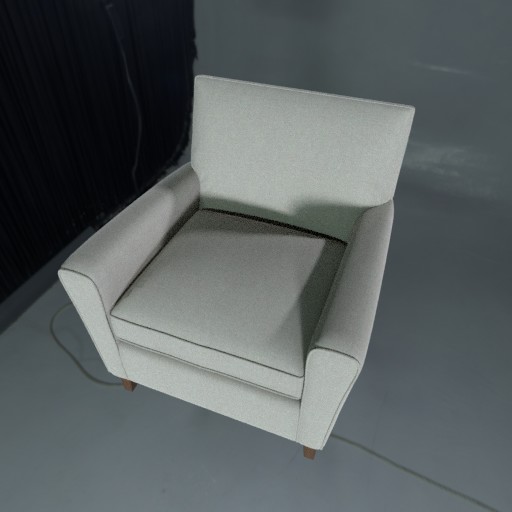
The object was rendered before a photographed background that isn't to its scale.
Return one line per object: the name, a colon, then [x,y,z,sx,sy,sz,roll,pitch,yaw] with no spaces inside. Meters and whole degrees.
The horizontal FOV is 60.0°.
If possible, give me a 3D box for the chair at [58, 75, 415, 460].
chair: [0.000,0.000,1.501,0.840,0.846,0.871,15,44,15]
